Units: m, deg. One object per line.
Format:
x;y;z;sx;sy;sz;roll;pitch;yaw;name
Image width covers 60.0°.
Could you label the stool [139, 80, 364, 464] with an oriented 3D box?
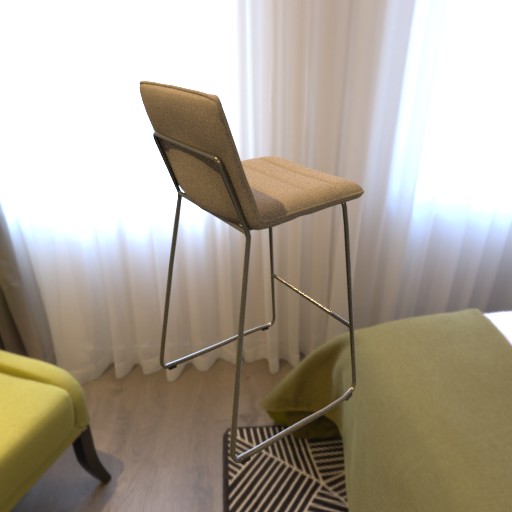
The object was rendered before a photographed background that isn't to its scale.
0.000;0.000;1.293;0.490;0.960;0.490;-17;32;-31;stool
